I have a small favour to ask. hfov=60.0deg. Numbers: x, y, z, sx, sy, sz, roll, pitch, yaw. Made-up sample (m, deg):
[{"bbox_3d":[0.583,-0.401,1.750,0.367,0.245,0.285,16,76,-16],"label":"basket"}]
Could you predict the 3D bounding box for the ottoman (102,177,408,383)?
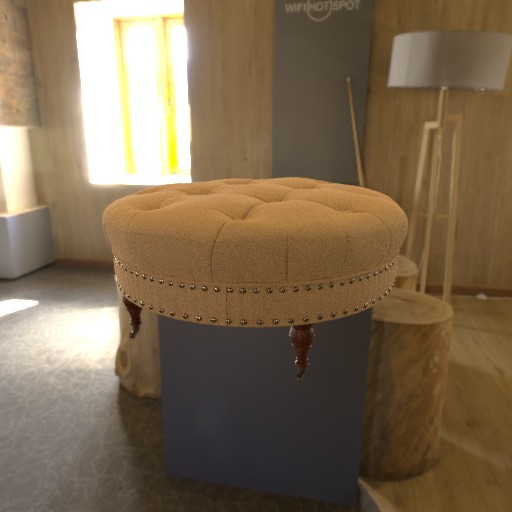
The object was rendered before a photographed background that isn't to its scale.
[{"bbox_3d":[0.000,0.000,1.397,0.901,0.439,0.901,0,16,0],"label":"ottoman"}]
